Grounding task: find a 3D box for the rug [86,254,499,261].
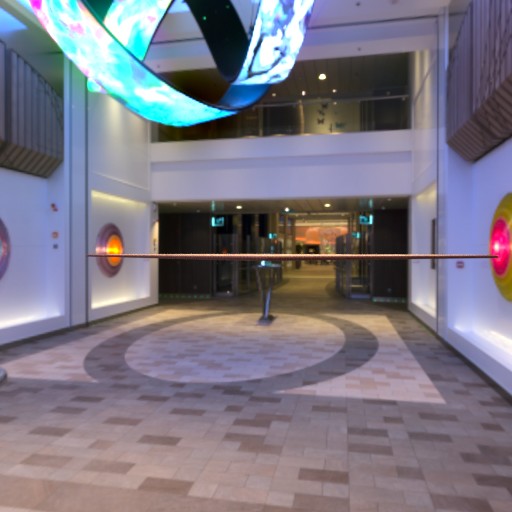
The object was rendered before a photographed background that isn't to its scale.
[{"bbox_3d":[0.000,0.000,5.667,3.033,0.033,4.578,0,0,-35],"label":"rug"}]
